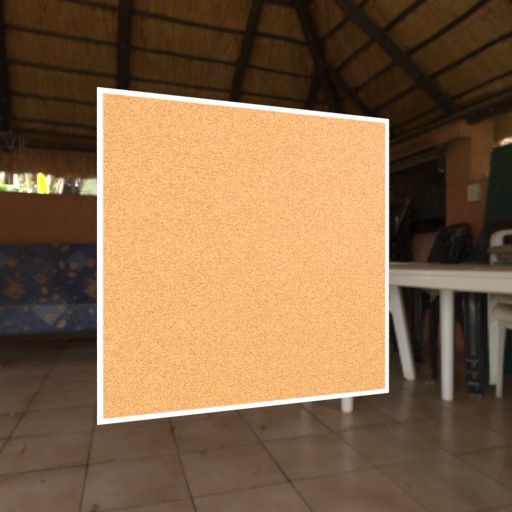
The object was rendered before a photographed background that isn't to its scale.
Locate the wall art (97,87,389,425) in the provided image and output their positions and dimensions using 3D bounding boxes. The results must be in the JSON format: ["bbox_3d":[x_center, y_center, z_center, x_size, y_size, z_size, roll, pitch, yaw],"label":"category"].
[{"bbox_3d":[0.000,0.000,1.141,0.768,0.765,0.041,0,0,-18],"label":"wall art"}]
